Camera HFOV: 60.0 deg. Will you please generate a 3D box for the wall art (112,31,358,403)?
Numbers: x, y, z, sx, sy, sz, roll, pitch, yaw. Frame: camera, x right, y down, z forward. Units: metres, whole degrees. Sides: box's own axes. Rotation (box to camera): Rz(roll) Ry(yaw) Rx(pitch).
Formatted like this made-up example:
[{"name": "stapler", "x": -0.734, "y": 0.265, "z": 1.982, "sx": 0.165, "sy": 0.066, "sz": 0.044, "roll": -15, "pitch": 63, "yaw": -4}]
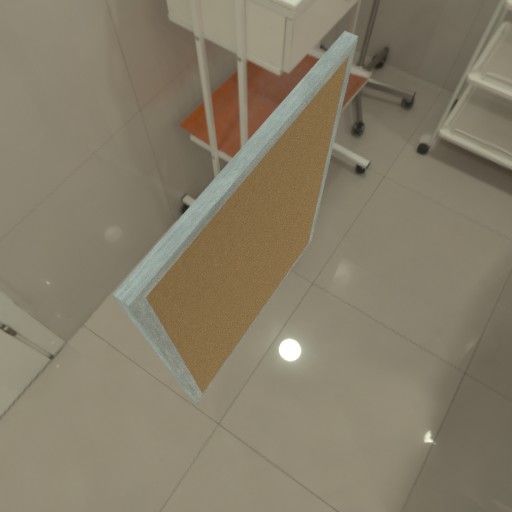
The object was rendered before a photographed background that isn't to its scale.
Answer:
[{"name": "wall art", "x": 0.000, "y": 0.000, "z": 0.785, "sx": 0.022, "sy": 0.582, "sz": 0.479, "roll": 31, "pitch": 67, "yaw": 15}]
